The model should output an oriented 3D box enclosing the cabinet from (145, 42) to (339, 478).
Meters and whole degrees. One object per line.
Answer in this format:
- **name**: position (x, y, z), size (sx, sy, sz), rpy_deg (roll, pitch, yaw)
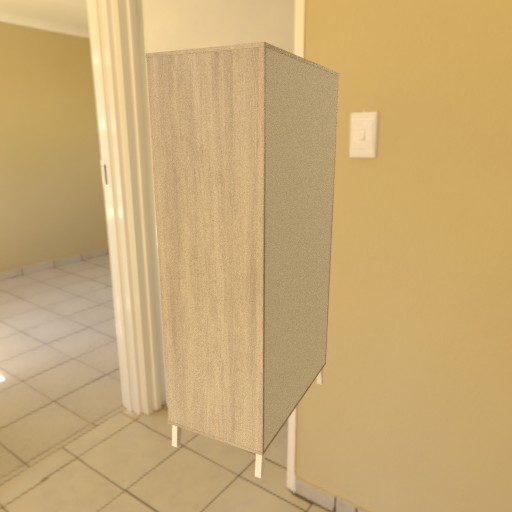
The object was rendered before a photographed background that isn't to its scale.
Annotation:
- **cabinet**: position (0.000, 0.000, 2.499), size (0.571, 1.999, 1.006), rpy_deg (8, 17, 25)
